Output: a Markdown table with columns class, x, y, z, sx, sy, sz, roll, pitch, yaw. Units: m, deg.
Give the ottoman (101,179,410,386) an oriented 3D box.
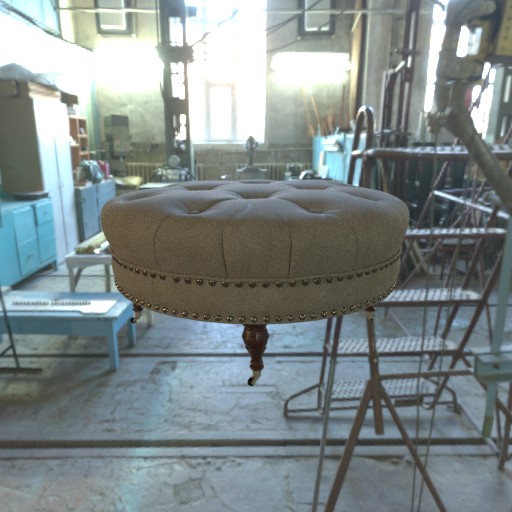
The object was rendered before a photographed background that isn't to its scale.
| class | x | y | z | sx | sy | sz | roll | pitch | yaw |
| --- | --- | --- | --- | --- | --- | --- | --- | --- | --- |
| ottoman | 0.000 | 0.000 | 1.379 | 0.901 | 0.439 | 0.901 | 0 | 15 | 0 |
